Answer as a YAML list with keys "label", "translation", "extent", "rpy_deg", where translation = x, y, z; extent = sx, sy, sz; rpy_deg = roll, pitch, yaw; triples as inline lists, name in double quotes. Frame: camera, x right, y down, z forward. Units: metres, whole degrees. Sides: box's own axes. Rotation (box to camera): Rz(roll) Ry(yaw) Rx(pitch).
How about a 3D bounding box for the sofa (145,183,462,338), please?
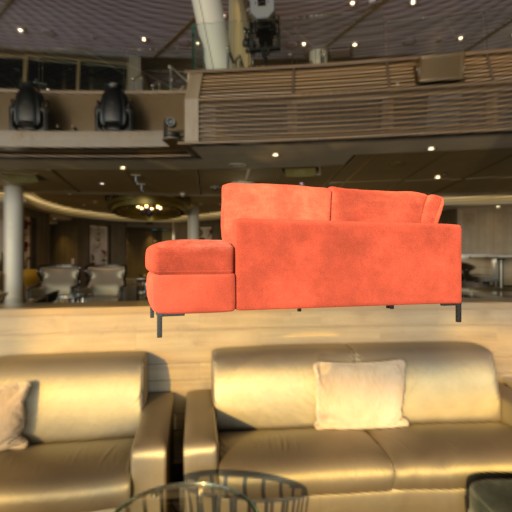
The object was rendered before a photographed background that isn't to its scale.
- label: "sofa"
  translation: [0.000, 0.000, 3.963]
  extent: [1.981, 0.858, 2.971]
  rpy_deg: [0, 0, -16]
